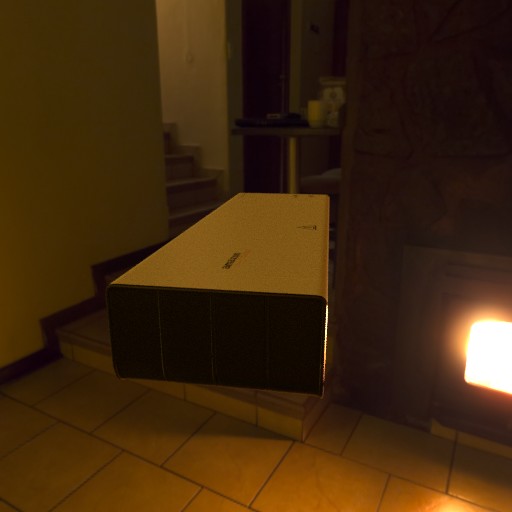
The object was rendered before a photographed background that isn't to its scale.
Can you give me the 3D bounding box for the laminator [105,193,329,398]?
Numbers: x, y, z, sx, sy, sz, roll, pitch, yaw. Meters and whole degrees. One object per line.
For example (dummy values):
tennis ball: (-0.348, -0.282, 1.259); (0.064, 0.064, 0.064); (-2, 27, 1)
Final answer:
laminator: (0.000, 0.000, 0.386); (0.123, 0.062, 0.340); (3, 16, 9)
